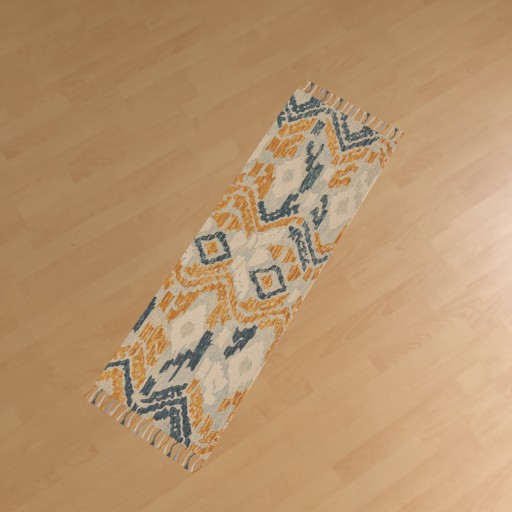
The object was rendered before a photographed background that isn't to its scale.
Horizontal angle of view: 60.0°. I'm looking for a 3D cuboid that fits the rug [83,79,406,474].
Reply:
[{"bbox_3d":[0.000,0.000,2.695,0.783,0.010,2.437,31,78,7],"label":"rug"}]
